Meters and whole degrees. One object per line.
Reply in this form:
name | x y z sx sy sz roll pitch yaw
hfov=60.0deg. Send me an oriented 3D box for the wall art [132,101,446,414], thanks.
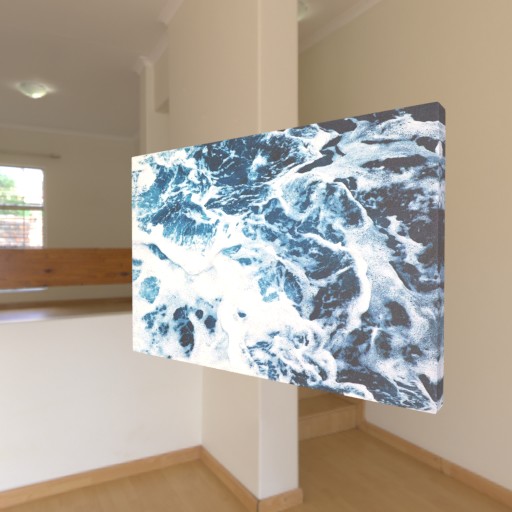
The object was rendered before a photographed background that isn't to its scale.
wall art | 0.000 0.000 0.768 0.609 0.407 0.043 1 1 36
